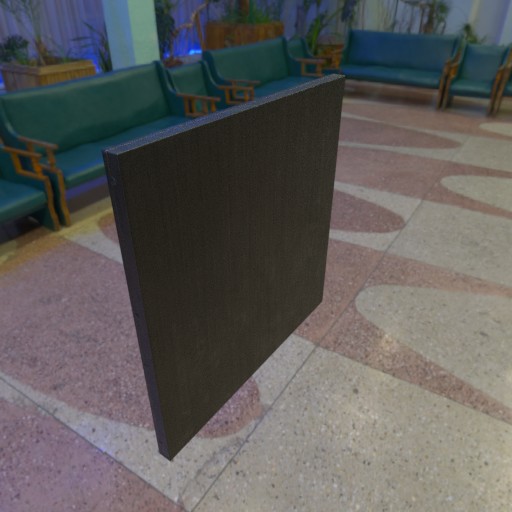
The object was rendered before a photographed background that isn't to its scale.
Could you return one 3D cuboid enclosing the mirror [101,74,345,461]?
[{"bbox_3d":[0.000,0.000,0.566,0.020,0.381,0.382,21,38,29],"label":"mirror"}]
